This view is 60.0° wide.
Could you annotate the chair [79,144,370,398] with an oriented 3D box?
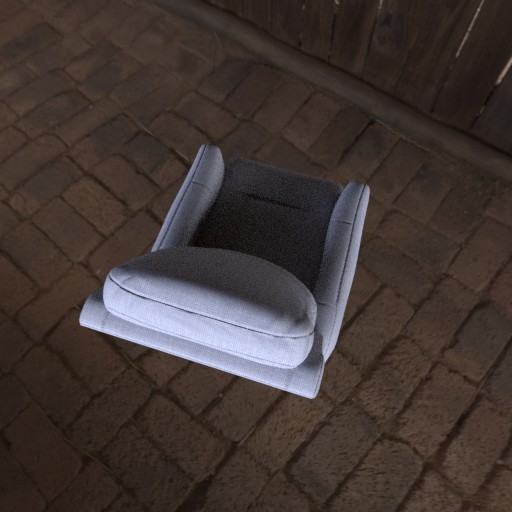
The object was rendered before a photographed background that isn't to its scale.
[{"bbox_3d":[0.000,0.000,1.773,0.829,1.030,1.080,16,65,8],"label":"chair"}]
